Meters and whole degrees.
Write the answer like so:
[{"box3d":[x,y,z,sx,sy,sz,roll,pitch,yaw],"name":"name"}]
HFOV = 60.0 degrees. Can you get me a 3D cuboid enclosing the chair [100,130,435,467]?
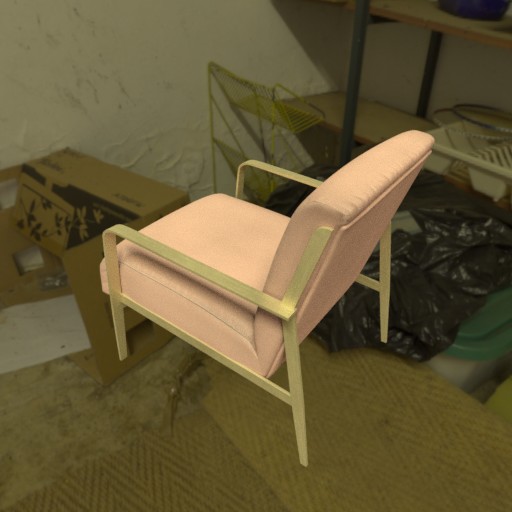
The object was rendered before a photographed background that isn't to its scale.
[{"box3d":[0.000,0.000,1.467,0.848,0.823,0.701,20,37,29],"name":"chair"}]
